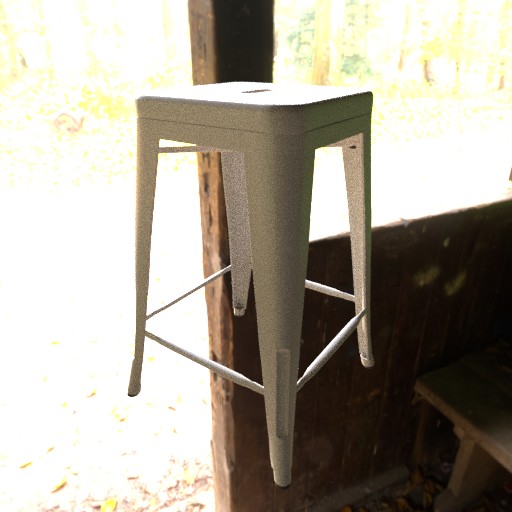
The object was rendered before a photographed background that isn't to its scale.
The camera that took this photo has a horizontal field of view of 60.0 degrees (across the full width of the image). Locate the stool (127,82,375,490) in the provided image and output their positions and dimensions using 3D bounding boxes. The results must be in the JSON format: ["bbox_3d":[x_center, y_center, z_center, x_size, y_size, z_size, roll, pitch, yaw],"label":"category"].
[{"bbox_3d":[0.000,0.000,0.867,0.406,0.610,0.406,17,30,31],"label":"stool"}]
